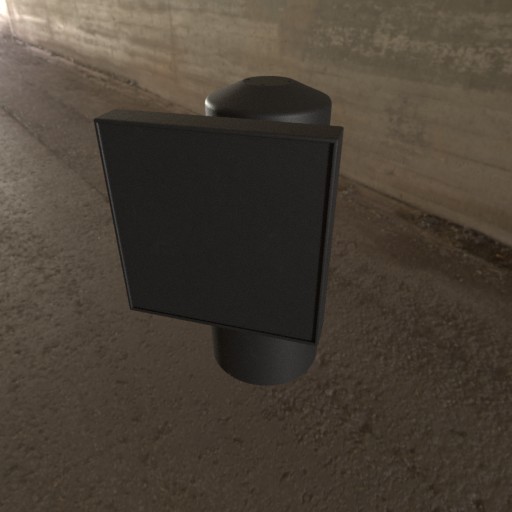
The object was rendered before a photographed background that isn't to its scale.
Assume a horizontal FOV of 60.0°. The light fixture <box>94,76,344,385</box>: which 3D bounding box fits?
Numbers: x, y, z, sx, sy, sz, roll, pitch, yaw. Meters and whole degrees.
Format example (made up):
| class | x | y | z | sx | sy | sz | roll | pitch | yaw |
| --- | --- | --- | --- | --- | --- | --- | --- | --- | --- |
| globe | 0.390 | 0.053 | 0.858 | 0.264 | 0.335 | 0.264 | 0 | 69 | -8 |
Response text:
| class | x | y | z | sx | sy | sz | roll | pitch | yaw |
| --- | --- | --- | --- | --- | --- | --- | --- | --- | --- |
| light fixture | 0.000 | 0.000 | 0.359 | 0.130 | 0.257 | 0.176 | 9 | 33 | 14 |
